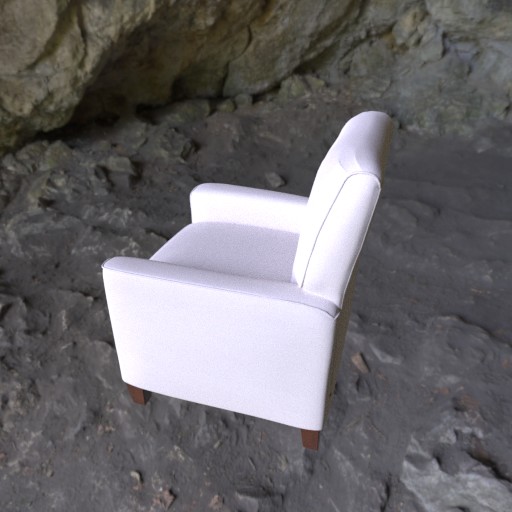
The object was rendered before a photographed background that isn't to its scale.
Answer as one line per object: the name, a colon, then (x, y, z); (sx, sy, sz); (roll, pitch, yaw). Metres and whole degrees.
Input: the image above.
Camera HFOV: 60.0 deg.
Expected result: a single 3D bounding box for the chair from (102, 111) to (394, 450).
chair: (0.000, 0.000, 1.676); (0.858, 1.028, 0.841); (9, 30, 15)
